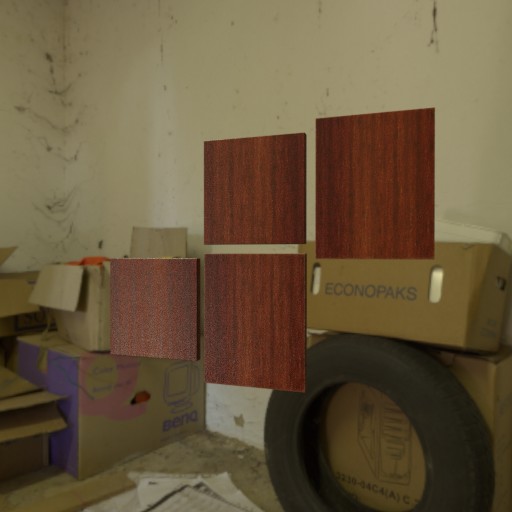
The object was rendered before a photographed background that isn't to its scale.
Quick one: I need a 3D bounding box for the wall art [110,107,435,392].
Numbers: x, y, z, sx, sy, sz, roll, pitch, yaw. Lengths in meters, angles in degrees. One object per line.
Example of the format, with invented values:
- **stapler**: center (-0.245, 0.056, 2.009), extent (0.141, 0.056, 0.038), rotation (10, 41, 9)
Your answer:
- **wall art**: center (0.000, 0.000, 0.850), extent (0.635, 0.497, 0.030), rotation (0, 0, 18)
